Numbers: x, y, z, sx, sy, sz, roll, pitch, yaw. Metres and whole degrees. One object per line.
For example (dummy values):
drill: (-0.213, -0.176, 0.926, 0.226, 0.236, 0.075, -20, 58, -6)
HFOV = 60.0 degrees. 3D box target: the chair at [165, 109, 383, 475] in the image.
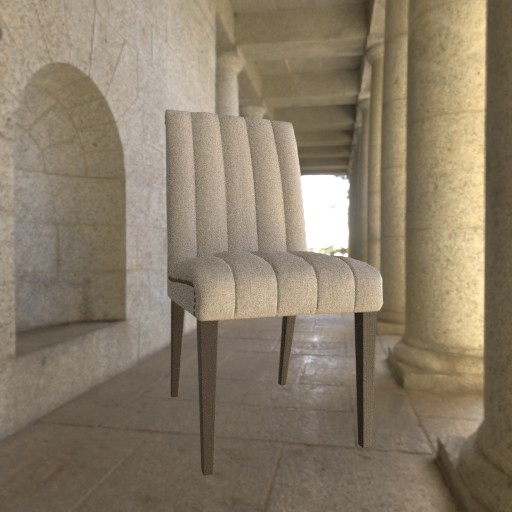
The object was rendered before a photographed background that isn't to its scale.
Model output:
chair: (0.000, 0.000, 1.365, 0.511, 1.016, 0.647, 0, 1, -19)
